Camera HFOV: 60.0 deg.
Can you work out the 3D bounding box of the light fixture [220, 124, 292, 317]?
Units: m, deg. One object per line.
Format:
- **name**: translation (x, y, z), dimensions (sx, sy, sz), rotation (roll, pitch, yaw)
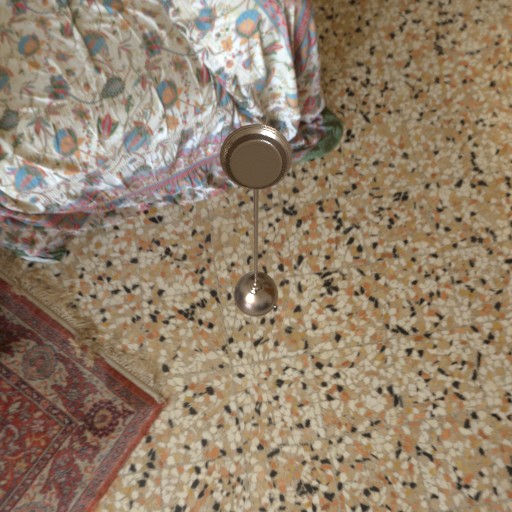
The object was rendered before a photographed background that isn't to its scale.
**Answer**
- **light fixture**: translation (0.000, 0.000, 1.453), dimensions (0.211, 1.367, 0.217), rotation (0, 75, 0)
